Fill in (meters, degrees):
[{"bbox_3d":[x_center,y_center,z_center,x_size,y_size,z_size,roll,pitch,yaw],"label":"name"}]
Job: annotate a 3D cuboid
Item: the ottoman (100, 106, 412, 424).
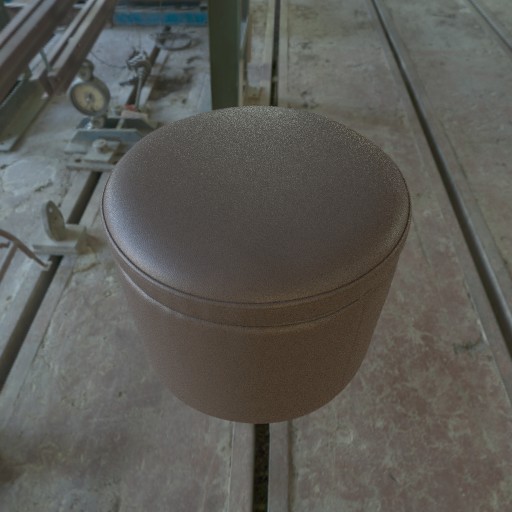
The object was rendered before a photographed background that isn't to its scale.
[{"bbox_3d":[0.000,0.000,0.846,0.500,0.409,0.500,0,47,0],"label":"ottoman"}]
